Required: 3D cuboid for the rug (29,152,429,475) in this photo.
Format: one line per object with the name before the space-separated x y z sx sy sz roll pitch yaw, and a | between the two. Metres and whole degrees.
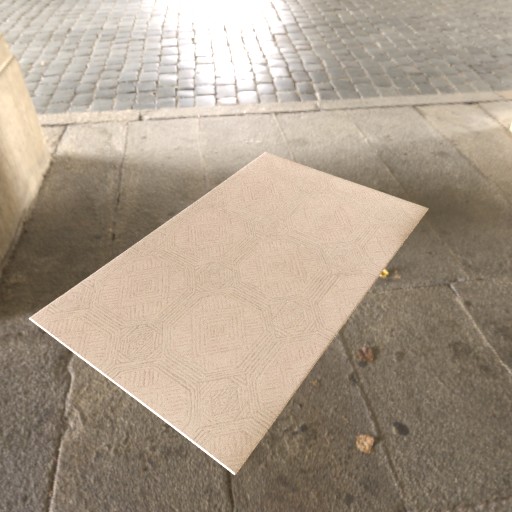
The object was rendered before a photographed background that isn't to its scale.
rug | 0.000 0.000 3.003 1.524 0.008 2.440 26 48 26
